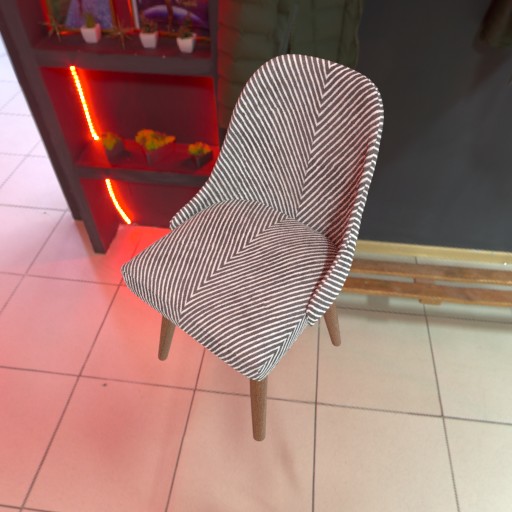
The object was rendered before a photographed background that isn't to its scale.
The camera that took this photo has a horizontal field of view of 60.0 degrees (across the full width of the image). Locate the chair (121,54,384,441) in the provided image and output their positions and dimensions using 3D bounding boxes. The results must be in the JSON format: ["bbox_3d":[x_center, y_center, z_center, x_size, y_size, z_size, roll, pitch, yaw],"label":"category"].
[{"bbox_3d":[0.000,0.000,1.229,0.504,0.883,0.591,31,54,26],"label":"chair"}]
